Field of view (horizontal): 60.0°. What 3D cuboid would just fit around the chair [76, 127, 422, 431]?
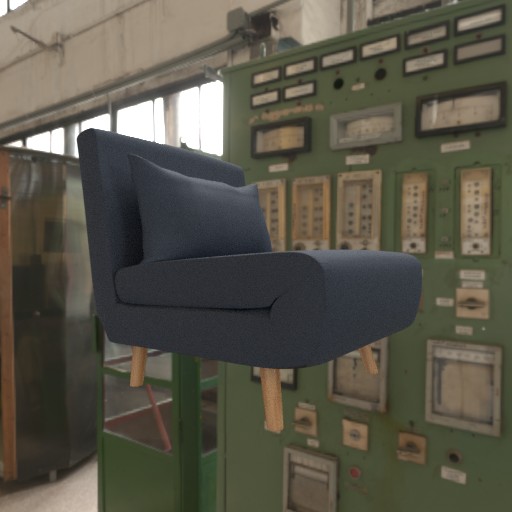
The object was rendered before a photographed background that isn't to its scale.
[{"bbox_3d":[0.000,0.000,1.462,0.900,0.808,0.770,0,0,36],"label":"chair"}]
